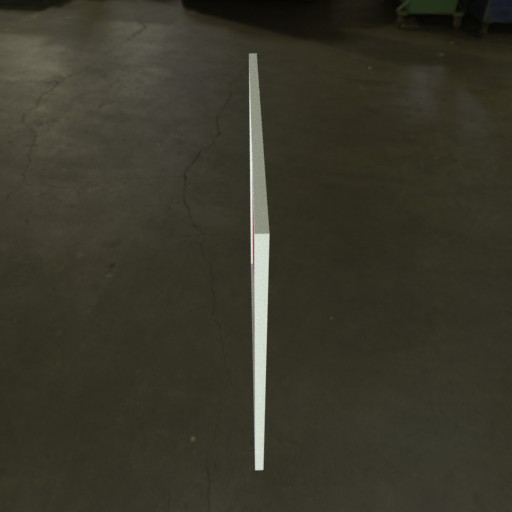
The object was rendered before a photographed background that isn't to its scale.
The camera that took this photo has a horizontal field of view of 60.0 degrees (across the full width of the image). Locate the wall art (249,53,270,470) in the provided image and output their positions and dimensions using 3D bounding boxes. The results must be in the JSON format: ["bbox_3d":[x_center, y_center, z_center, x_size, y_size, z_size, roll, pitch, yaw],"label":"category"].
[{"bbox_3d":[0.000,0.000,1.208,0.022,0.803,0.805,-1,42,-1],"label":"wall art"}]
